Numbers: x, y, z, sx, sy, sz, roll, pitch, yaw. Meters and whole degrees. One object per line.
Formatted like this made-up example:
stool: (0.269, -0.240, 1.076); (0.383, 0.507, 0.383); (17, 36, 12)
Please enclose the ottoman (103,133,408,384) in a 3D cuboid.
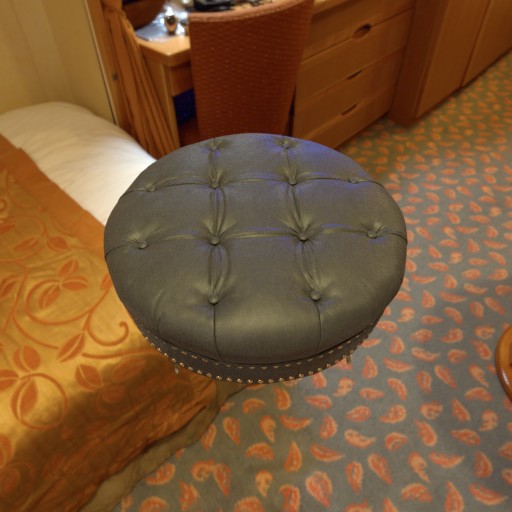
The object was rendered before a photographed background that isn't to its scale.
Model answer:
ottoman: (0.000, 0.000, 1.421); (0.901, 0.439, 0.901); (0, 46, 0)
